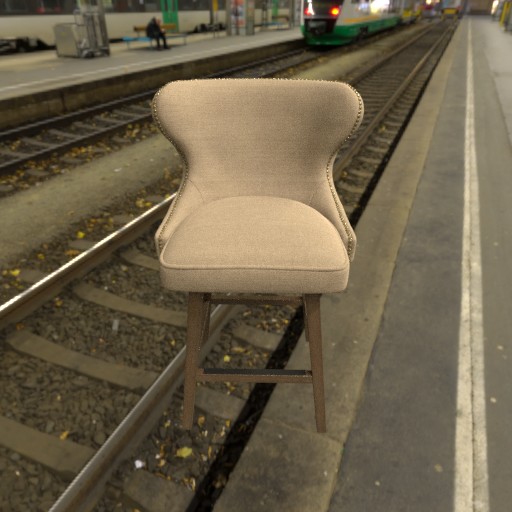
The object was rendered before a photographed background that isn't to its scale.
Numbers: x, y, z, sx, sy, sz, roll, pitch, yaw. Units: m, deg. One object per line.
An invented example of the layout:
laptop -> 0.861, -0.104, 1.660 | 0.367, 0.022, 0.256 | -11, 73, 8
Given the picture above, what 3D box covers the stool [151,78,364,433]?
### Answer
stool -> 0.000, 0.000, 1.384 | 0.615, 0.972, 0.597 | 1, 30, 1
